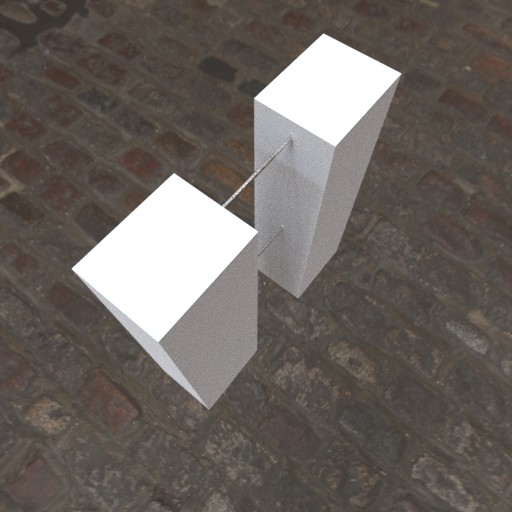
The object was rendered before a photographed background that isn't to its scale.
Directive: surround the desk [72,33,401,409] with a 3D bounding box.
[{"bbox_3d":[0.000,0.000,2.913,0.480,2.000,1.770,36,69,16],"label":"desk"}]
